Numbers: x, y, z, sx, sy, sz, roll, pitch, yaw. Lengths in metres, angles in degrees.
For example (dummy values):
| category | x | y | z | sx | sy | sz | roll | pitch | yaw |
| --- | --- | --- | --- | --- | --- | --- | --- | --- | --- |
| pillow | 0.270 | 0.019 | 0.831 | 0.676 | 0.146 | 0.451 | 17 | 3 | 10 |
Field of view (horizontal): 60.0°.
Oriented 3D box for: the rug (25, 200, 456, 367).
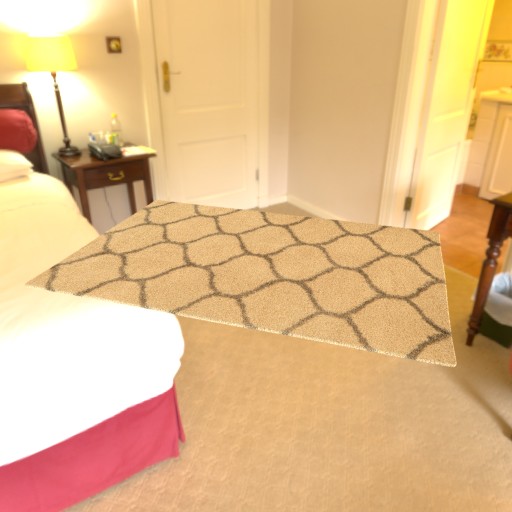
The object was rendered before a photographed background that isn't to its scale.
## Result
| category | x | y | z | sx | sy | sz | roll | pitch | yaw |
| --- | --- | --- | --- | --- | --- | --- | --- | --- | --- |
| rug | 0.000 | 0.000 | 3.374 | 2.701 | 0.026 | 1.801 | 8 | 27 | 16 |
